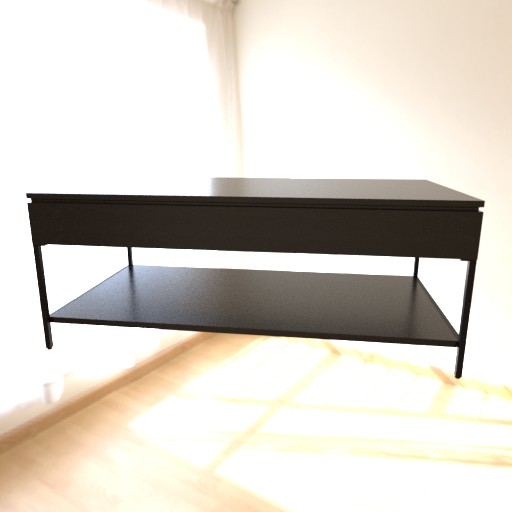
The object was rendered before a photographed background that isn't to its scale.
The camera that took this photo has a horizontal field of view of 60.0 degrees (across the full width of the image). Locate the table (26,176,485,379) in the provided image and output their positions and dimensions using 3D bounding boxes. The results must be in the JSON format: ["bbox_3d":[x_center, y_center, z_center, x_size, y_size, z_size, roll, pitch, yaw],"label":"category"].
[{"bbox_3d":[0.000,0.000,1.373,1.095,0.435,0.574,2,15,8],"label":"table"}]
